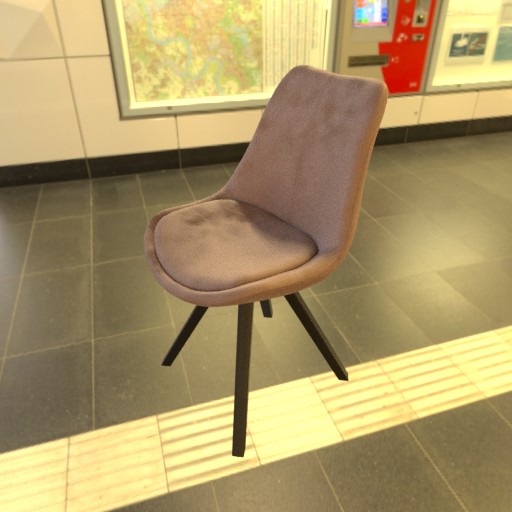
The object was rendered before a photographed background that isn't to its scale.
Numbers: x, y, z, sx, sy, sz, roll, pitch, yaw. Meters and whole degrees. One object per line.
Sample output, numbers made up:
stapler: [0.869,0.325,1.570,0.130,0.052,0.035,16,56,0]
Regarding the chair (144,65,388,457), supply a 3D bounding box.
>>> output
chair: [0.000,0.000,1.176,0.547,0.865,0.483,-22,38,-31]
